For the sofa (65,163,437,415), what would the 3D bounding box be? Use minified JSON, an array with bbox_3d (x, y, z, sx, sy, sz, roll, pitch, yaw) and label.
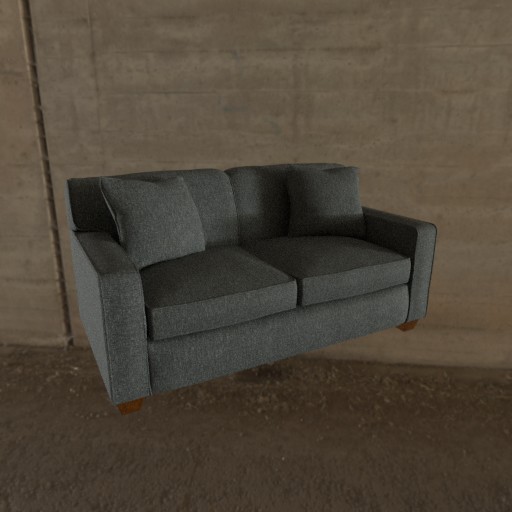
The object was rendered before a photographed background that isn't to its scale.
[{"bbox_3d":[0.000,0.000,2.506,1.846,0.958,0.998,-9,19,-27],"label":"sofa"}]
